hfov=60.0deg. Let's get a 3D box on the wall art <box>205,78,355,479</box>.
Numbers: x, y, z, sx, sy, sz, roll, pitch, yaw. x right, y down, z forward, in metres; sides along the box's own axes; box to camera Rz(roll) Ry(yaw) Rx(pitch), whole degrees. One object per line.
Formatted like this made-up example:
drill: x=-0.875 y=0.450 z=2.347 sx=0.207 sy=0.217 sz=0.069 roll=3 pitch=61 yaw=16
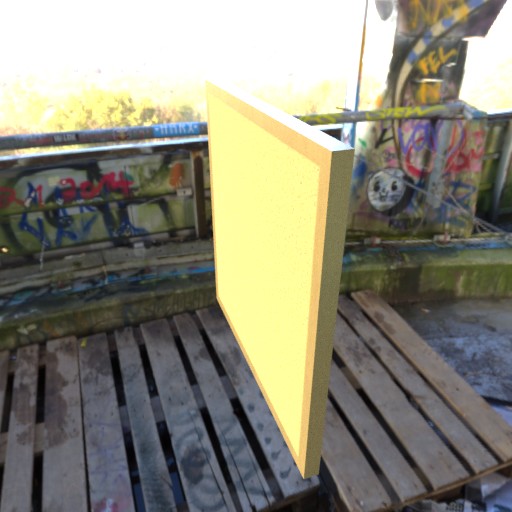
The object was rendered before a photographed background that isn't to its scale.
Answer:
wall art: x=0.000 y=0.000 z=2.909 sx=0.097 sy=1.936 sz=1.935 roll=-10 pitch=31 yaw=-17
